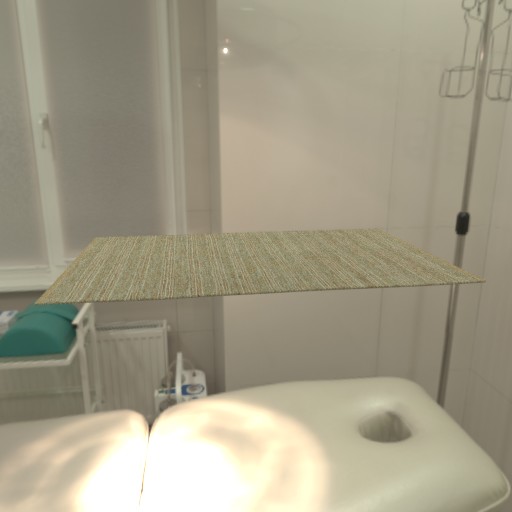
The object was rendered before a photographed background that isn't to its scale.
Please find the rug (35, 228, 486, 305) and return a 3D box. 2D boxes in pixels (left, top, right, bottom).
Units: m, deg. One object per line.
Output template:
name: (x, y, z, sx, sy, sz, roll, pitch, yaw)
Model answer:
rug: (0.000, 0.000, 3.093, 2.448, 0.012, 1.540, -2, 15, -8)
